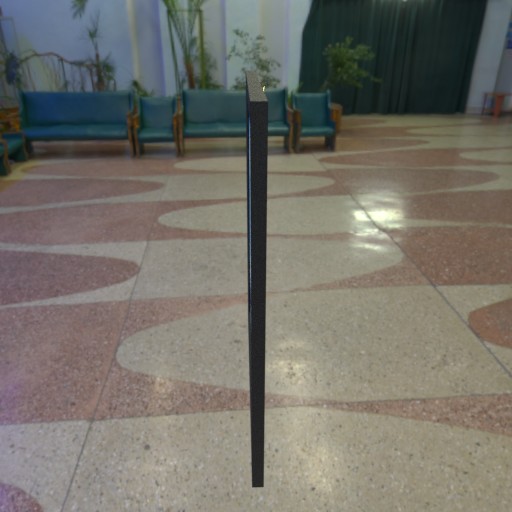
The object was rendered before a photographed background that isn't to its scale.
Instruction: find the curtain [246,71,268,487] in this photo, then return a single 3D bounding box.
[{"bbox_3d":[0.000,0.000,0.795,0.027,0.585,0.483,-1,26,-2],"label":"curtain"}]
